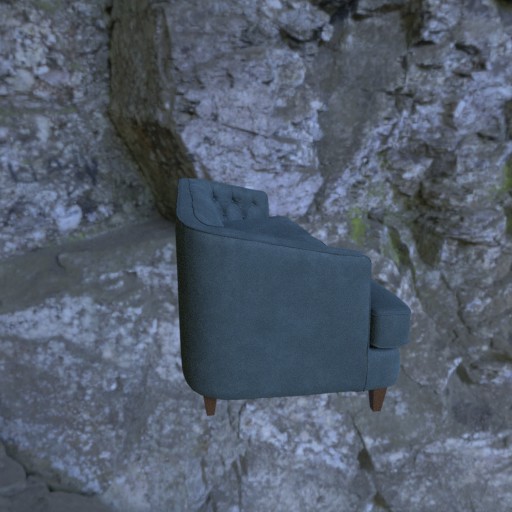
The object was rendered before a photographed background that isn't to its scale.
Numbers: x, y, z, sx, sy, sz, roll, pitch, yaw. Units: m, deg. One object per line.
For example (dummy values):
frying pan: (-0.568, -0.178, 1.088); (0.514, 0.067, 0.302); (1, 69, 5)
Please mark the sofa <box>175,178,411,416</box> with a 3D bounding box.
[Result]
sofa: (0.000, 0.000, 2.757); (0.941, 0.855, 2.278); (-2, 15, -9)
